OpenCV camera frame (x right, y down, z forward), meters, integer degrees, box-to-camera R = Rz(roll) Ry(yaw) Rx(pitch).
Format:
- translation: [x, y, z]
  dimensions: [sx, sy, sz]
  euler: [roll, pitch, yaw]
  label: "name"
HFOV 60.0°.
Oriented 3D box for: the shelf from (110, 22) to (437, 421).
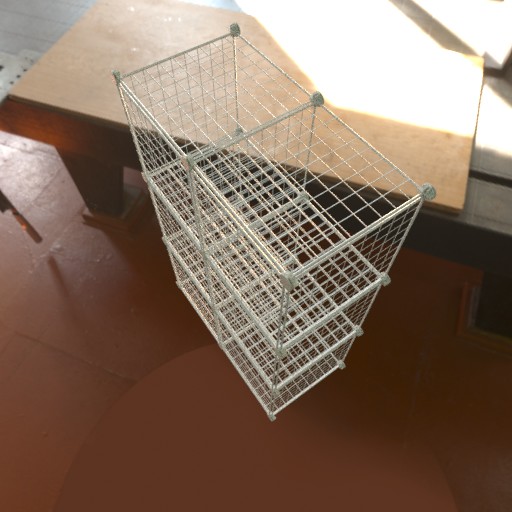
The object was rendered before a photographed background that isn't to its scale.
- translation: [0.000, 0.000, 1.400]
  dimensions: [0.356, 1.067, 0.711]
  euler: [-31, 63, -18]
  label: "shelf"
